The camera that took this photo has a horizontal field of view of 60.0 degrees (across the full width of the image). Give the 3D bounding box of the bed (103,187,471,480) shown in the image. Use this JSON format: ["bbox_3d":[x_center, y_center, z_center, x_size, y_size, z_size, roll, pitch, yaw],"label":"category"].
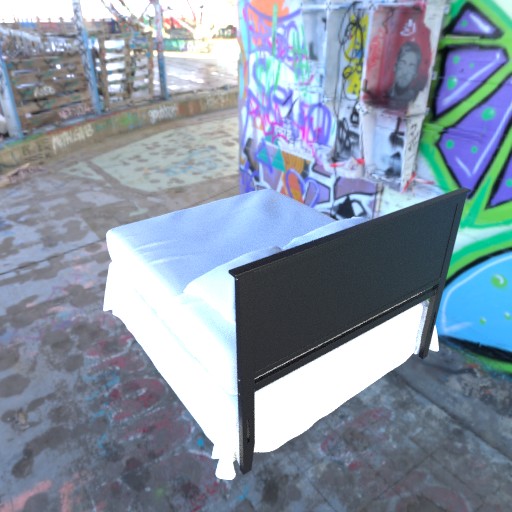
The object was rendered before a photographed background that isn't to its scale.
[{"bbox_3d":[0.000,0.000,3.198,1.870,1.270,2.050,-19,34,-31],"label":"bed"}]
